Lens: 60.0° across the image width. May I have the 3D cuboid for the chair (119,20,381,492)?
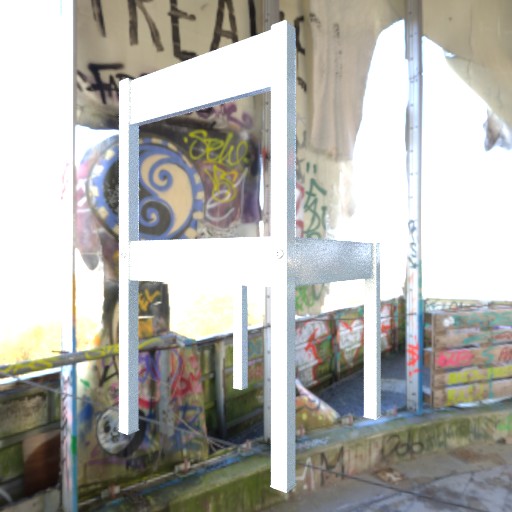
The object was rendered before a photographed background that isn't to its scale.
[{"bbox_3d":[0.000,0.000,0.669,0.285,0.505,0.285,0,0,36],"label":"chair"}]
